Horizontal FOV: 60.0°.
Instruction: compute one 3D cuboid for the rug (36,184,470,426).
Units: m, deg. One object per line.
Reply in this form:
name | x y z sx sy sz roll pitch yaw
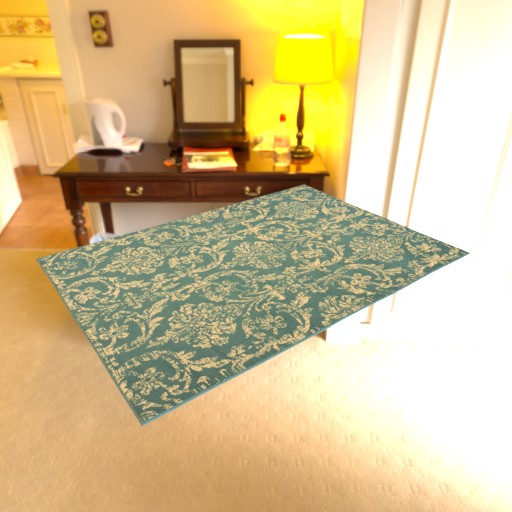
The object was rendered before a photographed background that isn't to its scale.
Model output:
rug | 0.000 0.000 2.745 2.205 0.012 1.554 -20 35 -32
